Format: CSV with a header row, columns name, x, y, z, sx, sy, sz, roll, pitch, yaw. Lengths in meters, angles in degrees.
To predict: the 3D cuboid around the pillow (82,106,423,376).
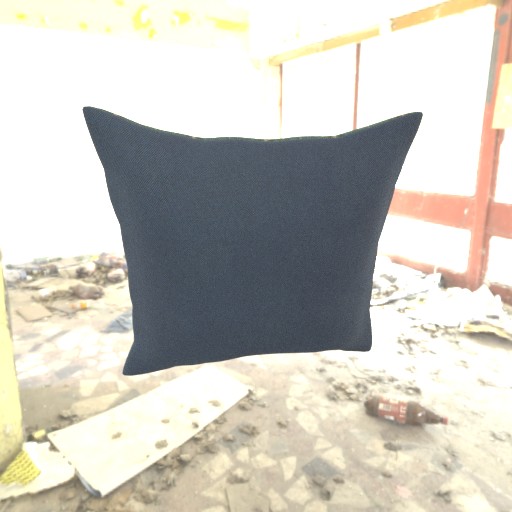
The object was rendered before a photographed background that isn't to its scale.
name,x,y,z,sx,sy,sz,roll,pitch,yaw
pillow,0.000,0.000,0.689,0.453,0.430,0.200,-2,15,-9
